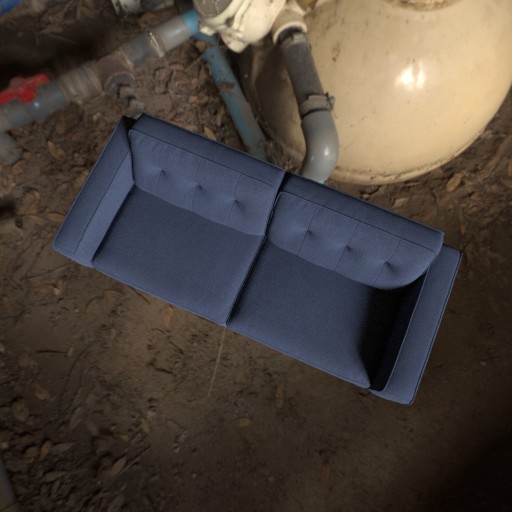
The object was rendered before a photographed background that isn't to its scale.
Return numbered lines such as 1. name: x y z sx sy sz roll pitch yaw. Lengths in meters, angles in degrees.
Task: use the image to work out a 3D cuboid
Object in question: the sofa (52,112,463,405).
1. sofa: 0.000 0.000 2.762 2.270 0.782 0.953 23 78 5
